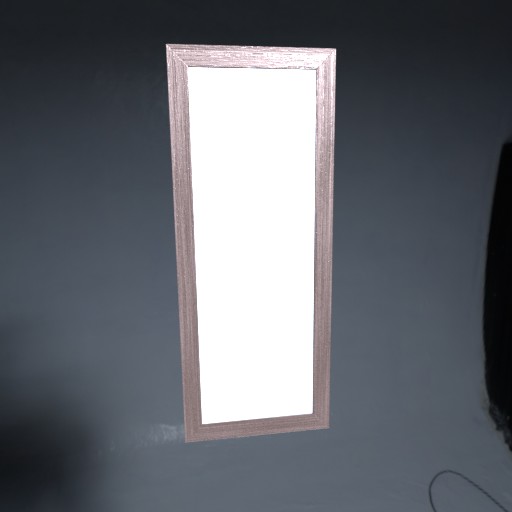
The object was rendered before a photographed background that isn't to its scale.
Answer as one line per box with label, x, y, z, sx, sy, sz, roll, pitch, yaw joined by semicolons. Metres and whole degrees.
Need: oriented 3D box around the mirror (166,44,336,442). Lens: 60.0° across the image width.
mirror;0.000;0.000;2.301;0.812;2.020;0.221;-2;16;-8
